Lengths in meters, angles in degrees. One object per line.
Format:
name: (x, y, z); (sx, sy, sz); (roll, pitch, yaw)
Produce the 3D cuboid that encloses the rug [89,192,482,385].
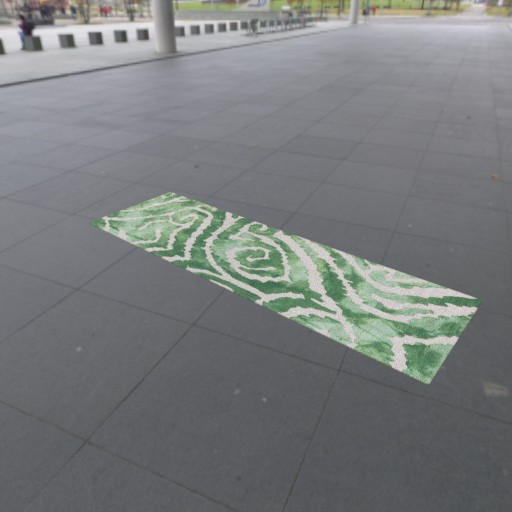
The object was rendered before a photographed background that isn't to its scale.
rug: (0.000, 0.000, 2.732); (2.438, 0.006, 0.761); (22, 36, 33)
